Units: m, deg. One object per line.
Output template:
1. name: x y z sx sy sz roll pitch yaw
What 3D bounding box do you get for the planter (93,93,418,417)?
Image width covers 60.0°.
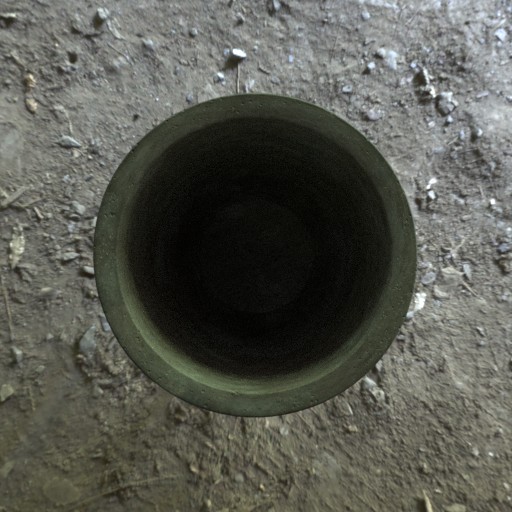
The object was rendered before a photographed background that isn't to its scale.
1. planter: 0.000 0.000 0.265 0.142 0.149 0.142 0 90 0
